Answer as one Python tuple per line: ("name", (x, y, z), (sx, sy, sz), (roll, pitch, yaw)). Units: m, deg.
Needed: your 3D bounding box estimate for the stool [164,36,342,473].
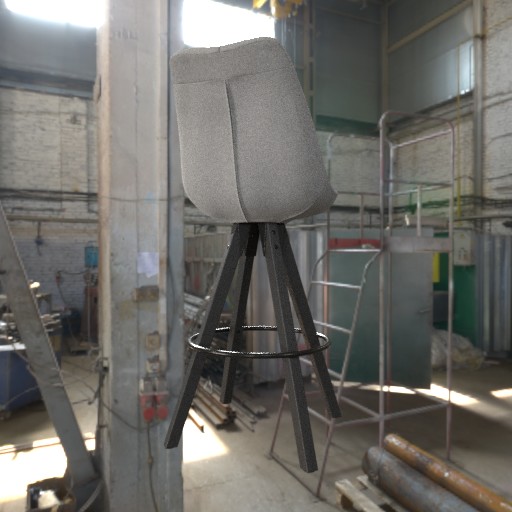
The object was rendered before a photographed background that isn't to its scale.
("stool", (0.000, 0.000, 1.389), (0.485, 1.115, 0.550), (0, 0, 20))
